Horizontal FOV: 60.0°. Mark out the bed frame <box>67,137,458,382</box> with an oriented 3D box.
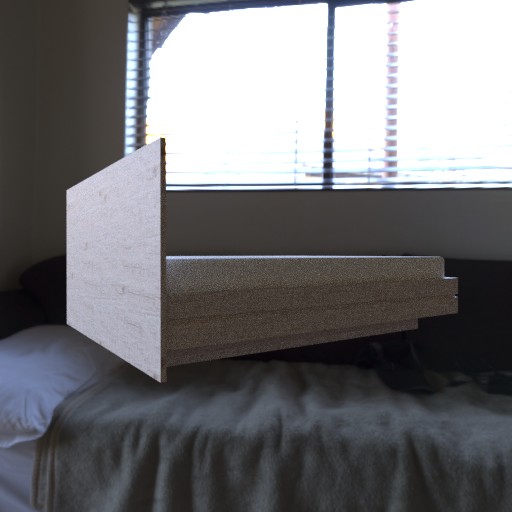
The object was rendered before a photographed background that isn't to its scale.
[{"bbox_3d":[0.000,0.000,3.025,2.080,0.970,1.750,0,0,-34],"label":"bed frame"}]
